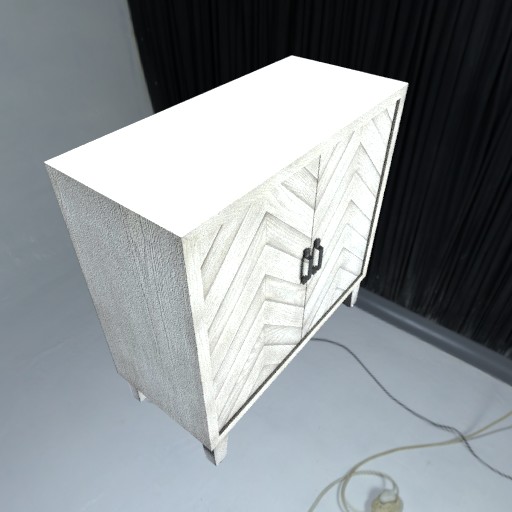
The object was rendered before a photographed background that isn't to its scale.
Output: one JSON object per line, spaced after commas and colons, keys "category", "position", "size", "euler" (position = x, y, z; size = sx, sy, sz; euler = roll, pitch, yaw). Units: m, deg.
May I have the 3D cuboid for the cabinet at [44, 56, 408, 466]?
{"category": "cabinet", "position": [0.000, 0.000, 1.205], "size": [0.370, 0.787, 0.781], "euler": [27, 48, 28]}
